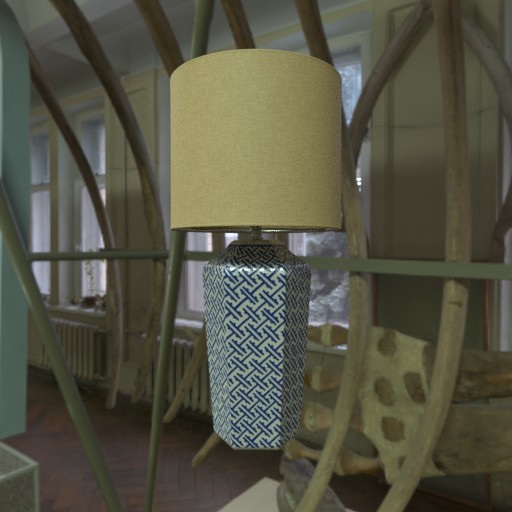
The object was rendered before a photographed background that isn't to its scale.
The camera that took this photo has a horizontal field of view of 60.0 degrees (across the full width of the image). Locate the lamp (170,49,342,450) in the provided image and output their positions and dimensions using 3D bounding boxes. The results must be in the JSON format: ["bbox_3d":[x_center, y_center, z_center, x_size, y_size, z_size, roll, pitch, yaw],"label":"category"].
[{"bbox_3d":[0.000,0.000,0.845,0.320,0.682,0.320,1,1,36],"label":"lamp"}]
